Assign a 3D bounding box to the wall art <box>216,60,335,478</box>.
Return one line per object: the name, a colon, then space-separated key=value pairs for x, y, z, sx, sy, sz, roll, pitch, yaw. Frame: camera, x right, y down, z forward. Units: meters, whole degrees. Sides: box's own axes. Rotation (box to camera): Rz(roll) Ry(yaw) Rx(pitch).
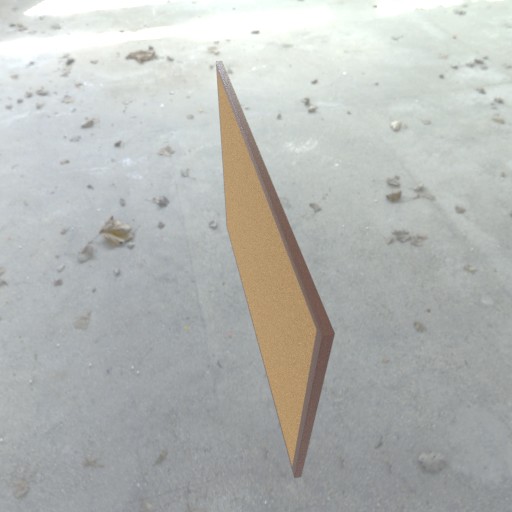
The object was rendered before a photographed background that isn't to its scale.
wall art: x=0.000 y=0.000 z=0.834 sx=0.014 sy=0.455 sz=0.660 roll=-10 pitch=48 yaw=-9
